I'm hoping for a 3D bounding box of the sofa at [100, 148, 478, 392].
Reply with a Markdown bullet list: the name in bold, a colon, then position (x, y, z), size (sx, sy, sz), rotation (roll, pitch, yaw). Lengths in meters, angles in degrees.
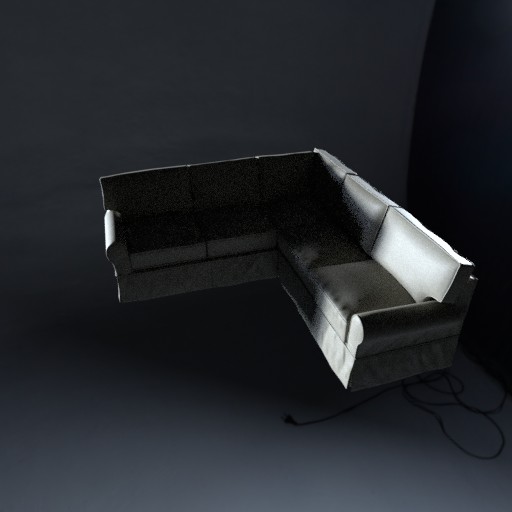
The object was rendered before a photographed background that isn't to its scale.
- **sofa**: position (0.000, 0.000, 4.077), size (2.618, 1.081, 2.623), rotation (-9, 33, -15)
